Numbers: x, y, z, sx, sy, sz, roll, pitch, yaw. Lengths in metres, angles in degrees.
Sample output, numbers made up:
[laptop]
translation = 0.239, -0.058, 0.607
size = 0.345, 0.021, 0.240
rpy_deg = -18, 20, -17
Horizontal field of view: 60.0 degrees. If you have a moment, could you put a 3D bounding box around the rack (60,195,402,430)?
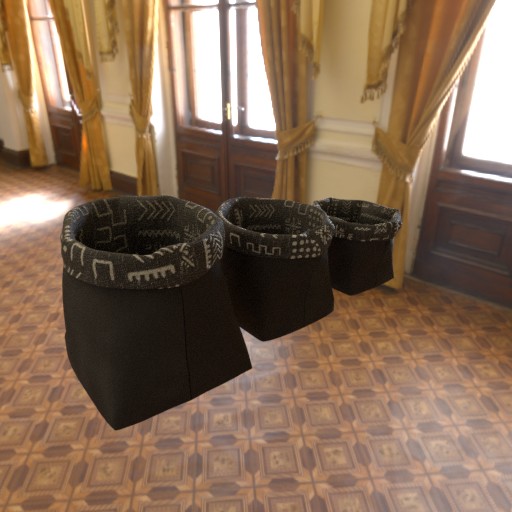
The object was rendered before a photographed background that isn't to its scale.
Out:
[rack]
translation = 0.000, 0.000, 1.084
size = 0.905, 0.323, 0.379
rpy_deg = -18, 31, -33
